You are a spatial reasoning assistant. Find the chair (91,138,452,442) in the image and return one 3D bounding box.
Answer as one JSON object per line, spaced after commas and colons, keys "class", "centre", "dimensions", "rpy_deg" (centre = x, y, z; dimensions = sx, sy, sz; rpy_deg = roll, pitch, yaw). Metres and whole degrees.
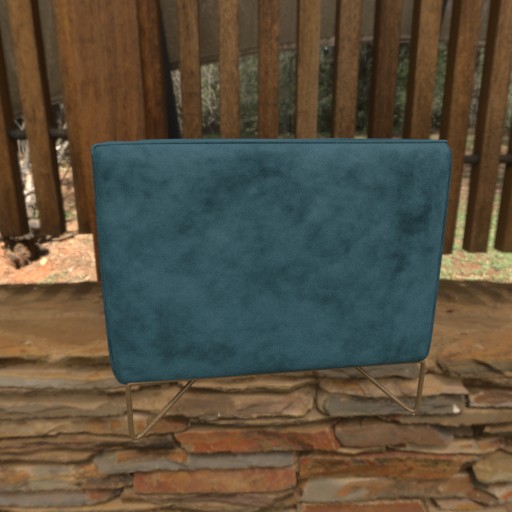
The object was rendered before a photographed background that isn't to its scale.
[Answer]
{"class": "chair", "centre": [0.000, 0.000, 1.541], "dimensions": [0.894, 0.790, 0.880], "rpy_deg": [-2, 15, -8]}
